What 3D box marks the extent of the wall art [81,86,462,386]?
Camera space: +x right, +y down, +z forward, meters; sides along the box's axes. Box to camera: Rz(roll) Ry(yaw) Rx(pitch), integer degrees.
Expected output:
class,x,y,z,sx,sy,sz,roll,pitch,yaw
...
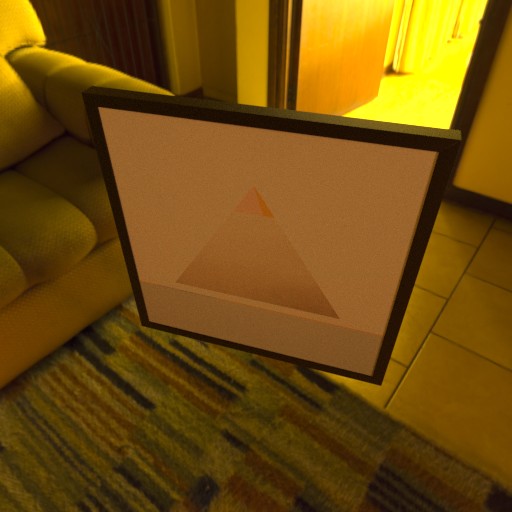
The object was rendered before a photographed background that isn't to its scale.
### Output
class,x,y,z,sx,sy,sz,roll,pitch,yaw
wall art,0.000,0.000,0.753,0.513,0.511,0.028,11,42,13
